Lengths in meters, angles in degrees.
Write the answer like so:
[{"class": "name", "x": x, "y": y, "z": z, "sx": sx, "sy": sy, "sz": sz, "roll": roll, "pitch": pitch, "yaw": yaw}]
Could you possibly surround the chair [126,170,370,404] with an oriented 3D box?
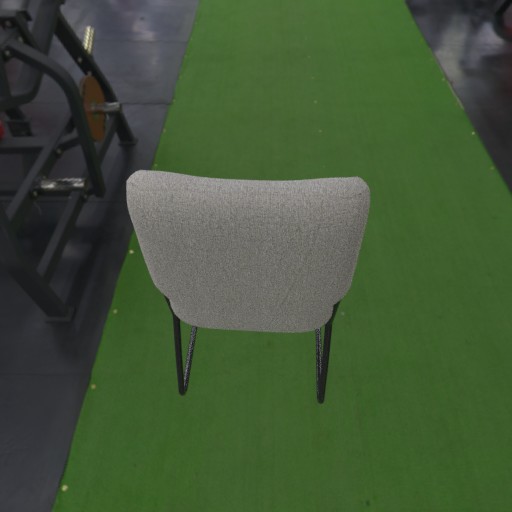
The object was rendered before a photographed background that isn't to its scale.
[{"class": "chair", "x": 0.000, "y": 0.000, "z": 1.171, "sx": 0.448, "sy": 0.864, "sz": 0.560, "roll": 3, "pitch": 48, "yaw": 2}]
